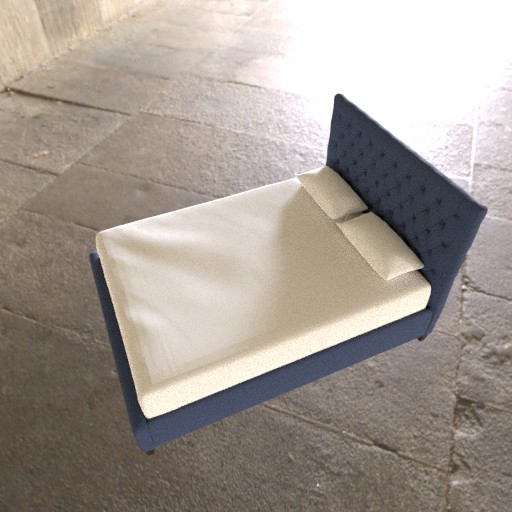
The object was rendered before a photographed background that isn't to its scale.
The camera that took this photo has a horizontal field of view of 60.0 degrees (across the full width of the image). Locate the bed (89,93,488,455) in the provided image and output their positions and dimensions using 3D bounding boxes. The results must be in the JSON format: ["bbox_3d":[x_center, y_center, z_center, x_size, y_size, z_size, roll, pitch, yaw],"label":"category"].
[{"bbox_3d":[0.000,0.000,3.372,2.387,1.427,1.706,-17,48,-16],"label":"bed"}]
